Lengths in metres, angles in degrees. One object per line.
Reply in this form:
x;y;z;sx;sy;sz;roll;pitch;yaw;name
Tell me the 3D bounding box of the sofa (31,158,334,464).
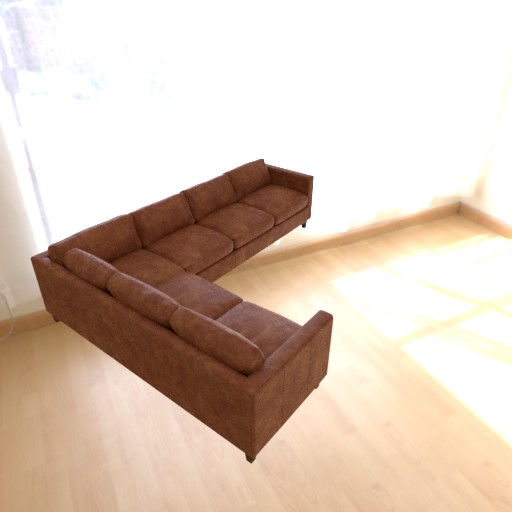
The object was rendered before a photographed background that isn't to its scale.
0.000;0.000;4.328;2.438;0.838;3.150;22;37;32;sofa
